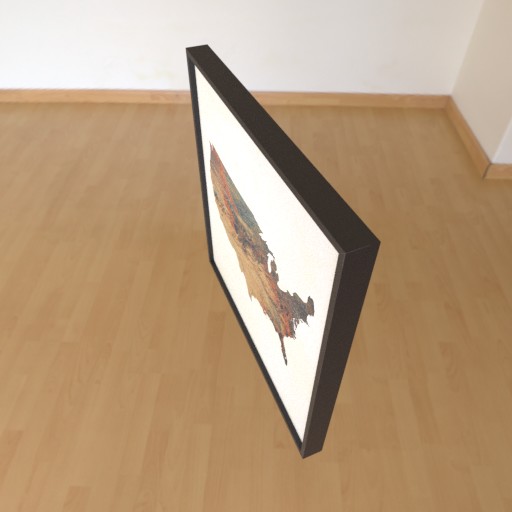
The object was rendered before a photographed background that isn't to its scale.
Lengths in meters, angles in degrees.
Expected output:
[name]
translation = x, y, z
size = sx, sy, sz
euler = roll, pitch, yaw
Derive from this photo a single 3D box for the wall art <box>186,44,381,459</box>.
[wall art]
translation = 0.000, 0.000, 0.747
size = 0.038, 0.507, 0.507
euler = -17, 48, -15
